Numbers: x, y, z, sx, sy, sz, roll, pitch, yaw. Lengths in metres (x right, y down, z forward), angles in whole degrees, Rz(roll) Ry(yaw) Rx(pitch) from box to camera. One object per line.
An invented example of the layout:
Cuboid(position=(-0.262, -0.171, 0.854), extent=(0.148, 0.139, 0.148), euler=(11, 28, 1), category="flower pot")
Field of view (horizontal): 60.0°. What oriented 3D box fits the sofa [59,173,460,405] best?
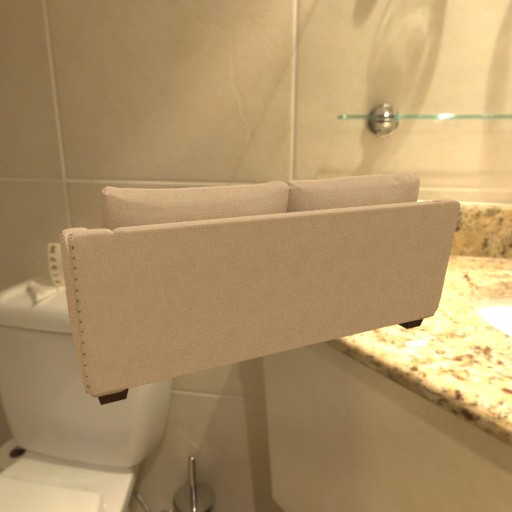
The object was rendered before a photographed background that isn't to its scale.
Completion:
Cuboid(position=(0.000, 0.000, 2.672), extent=(2.107, 0.983, 1.104), euler=(-7, 17, -25), category="sofa")
